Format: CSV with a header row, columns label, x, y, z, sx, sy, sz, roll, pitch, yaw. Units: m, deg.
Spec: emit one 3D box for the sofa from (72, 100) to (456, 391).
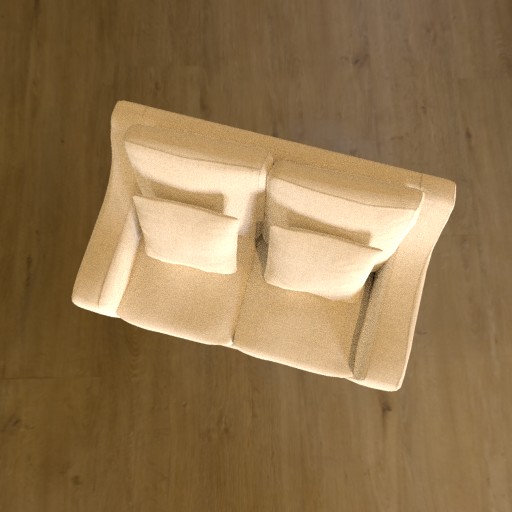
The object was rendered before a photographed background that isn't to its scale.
label,x,y,z,sx,sy,sz,roll,pitch,yaw
sofa,0.000,0.000,2.368,1.744,1.047,1.040,15,78,3
